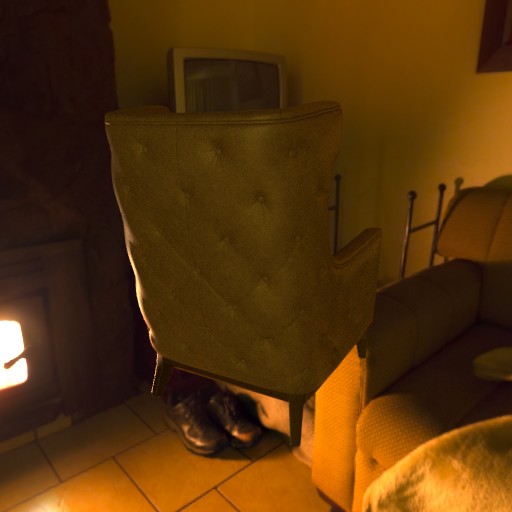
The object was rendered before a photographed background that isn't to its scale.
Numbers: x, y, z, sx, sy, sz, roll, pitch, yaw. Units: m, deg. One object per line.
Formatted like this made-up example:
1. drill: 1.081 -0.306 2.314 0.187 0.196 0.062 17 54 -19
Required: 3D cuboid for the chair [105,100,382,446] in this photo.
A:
1. chair: 0.000 0.000 1.674 0.769 1.079 0.899 9 18 27
